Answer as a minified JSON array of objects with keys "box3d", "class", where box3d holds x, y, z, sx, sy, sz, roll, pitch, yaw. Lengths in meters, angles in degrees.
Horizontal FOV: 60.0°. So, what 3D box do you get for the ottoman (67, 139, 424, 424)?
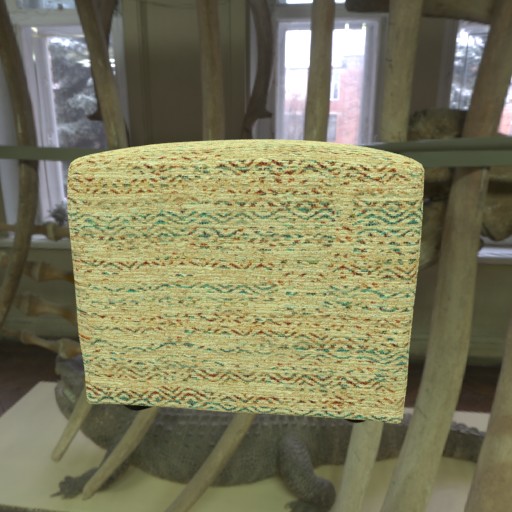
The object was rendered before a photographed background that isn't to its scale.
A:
[{"box3d":[0.000,0.000,0.890,0.512,0.453,0.521,2,15,6],"class":"ottoman"}]
